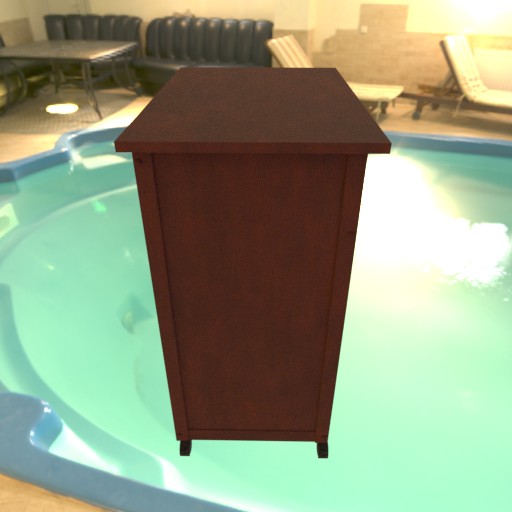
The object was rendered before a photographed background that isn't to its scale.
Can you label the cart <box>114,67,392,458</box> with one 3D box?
[{"bbox_3d":[0.000,0.000,1.224,0.442,0.864,0.683,1,33,1],"label":"cart"}]
